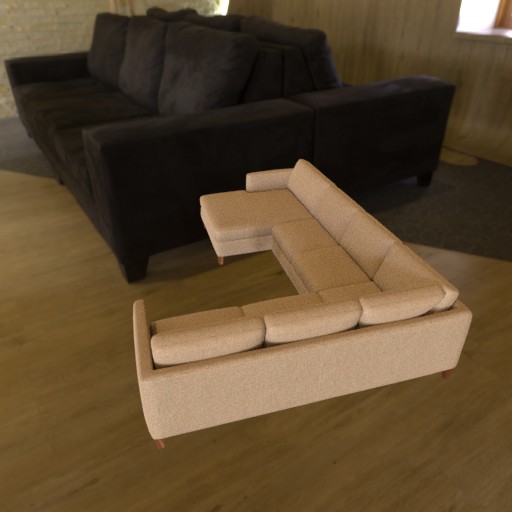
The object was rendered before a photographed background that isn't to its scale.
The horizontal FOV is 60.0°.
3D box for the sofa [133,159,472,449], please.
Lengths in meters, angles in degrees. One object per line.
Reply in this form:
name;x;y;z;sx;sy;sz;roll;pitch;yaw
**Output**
sofa;0.000;0.000;4.604;2.551;0.889;3.403;-9;32;-14
